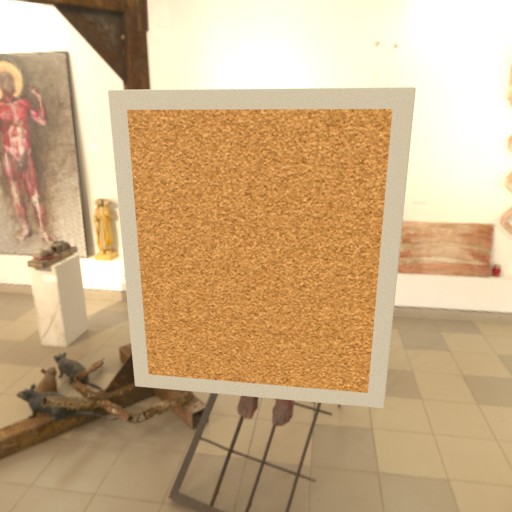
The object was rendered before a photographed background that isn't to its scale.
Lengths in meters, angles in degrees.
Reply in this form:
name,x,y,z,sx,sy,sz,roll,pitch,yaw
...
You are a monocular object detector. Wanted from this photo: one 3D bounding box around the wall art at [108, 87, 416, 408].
name,x,y,z,sx,sy,sz,roll,pitch,yaw
wall art,0.000,0.000,0.540,0.331,0.381,0.028,3,17,8
